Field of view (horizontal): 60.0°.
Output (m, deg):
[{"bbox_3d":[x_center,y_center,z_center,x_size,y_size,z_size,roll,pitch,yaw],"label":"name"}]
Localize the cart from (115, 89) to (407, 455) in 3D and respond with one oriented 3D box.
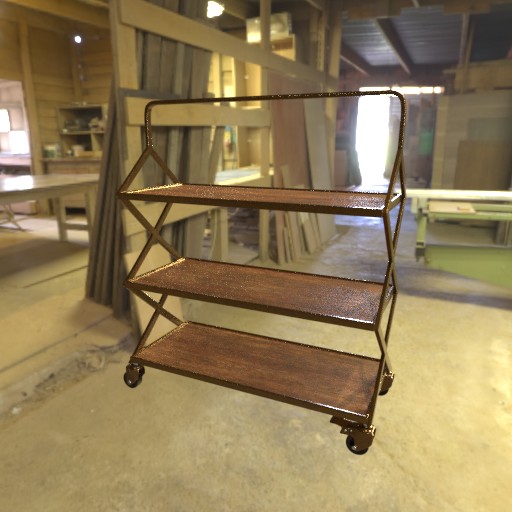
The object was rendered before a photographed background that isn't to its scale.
[{"bbox_3d":[0.000,0.000,1.182,0.723,0.805,0.313,7,16,25],"label":"cart"}]
